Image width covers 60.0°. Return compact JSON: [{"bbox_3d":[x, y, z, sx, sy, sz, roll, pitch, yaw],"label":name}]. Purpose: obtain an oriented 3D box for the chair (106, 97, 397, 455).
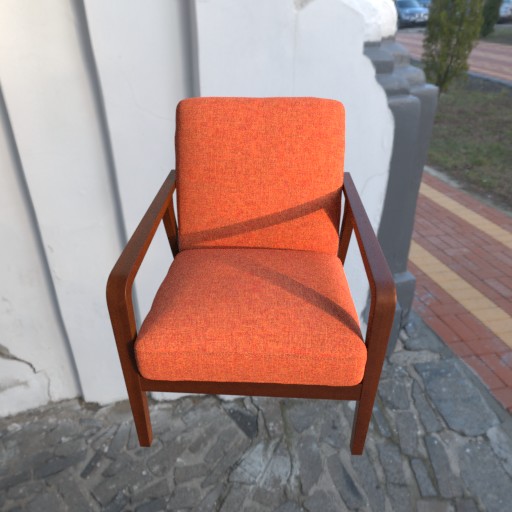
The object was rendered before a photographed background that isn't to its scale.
[{"bbox_3d":[0.000,0.000,1.473,0.719,0.890,0.860,1,31,2],"label":"chair"}]
